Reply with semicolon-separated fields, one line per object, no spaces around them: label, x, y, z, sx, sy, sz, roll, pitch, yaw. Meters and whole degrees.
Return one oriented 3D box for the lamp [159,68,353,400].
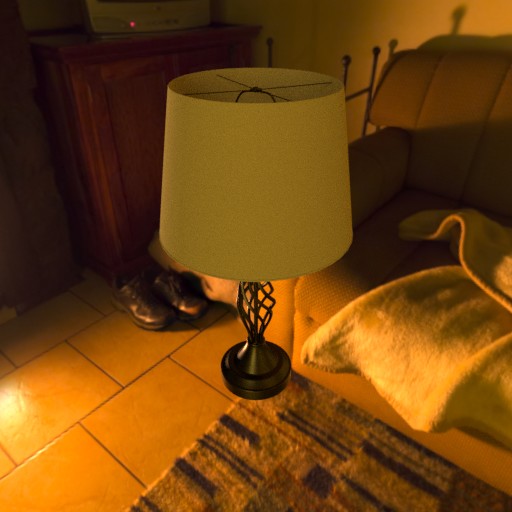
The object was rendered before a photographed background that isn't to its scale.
lamp;0.000;0.000;0.801;0.331;0.594;0.331;0;32;0
